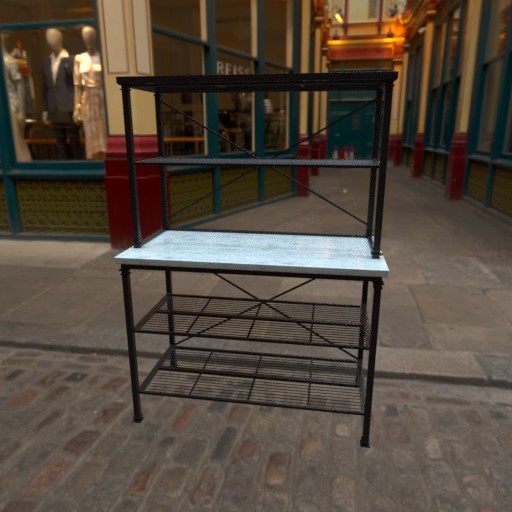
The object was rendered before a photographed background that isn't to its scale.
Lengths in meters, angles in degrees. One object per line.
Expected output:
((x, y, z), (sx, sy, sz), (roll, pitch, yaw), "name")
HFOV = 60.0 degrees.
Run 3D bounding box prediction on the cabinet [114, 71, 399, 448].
((0.000, 0.000, 2.214), (1.210, 1.659, 0.610), (3, 16, 9), "cabinet")
